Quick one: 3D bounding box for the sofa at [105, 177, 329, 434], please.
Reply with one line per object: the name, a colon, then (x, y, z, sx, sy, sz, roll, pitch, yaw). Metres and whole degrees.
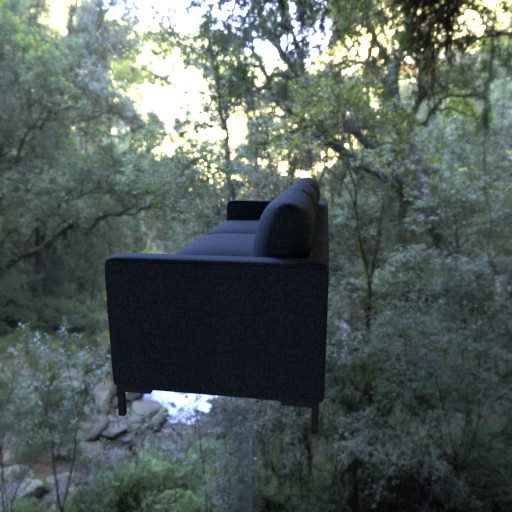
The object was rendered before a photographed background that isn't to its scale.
sofa: (0.000, 0.000, 2.700, 0.859, 0.874, 2.218, 2, 13, 9)
